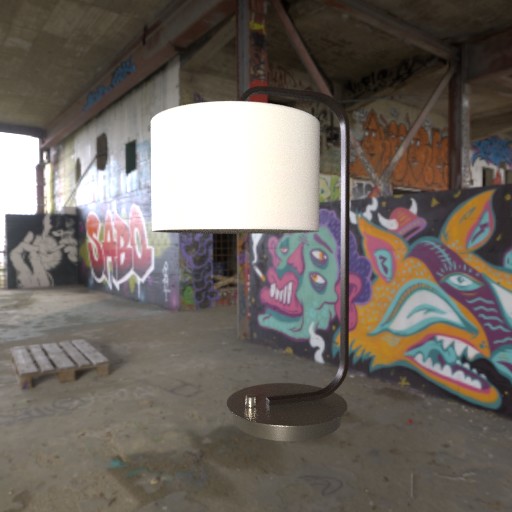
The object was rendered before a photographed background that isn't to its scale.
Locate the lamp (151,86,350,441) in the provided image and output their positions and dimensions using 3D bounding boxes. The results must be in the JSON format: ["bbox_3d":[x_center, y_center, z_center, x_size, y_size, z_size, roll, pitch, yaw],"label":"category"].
[{"bbox_3d":[0.000,0.000,0.627,0.288,0.473,0.230,0,2,-17],"label":"lamp"}]
